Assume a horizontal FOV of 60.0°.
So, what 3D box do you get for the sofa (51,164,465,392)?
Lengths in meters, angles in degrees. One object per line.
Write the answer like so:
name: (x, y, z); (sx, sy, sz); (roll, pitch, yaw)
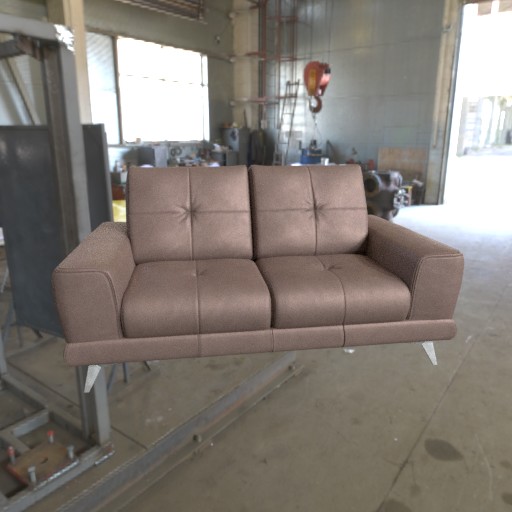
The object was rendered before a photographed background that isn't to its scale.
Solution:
sofa: (0.000, 0.000, 2.341); (1.806, 0.907, 1.018); (-2, 15, -8)
